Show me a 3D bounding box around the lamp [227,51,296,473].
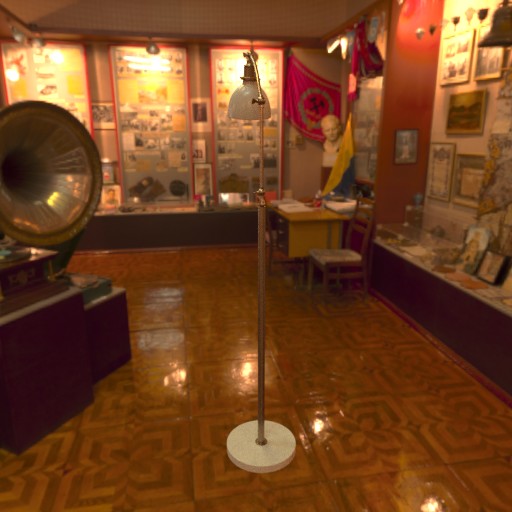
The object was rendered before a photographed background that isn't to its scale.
[{"bbox_3d":[0.000,0.000,1.800,0.288,1.586,0.599,-2,15,-8],"label":"lamp"}]
